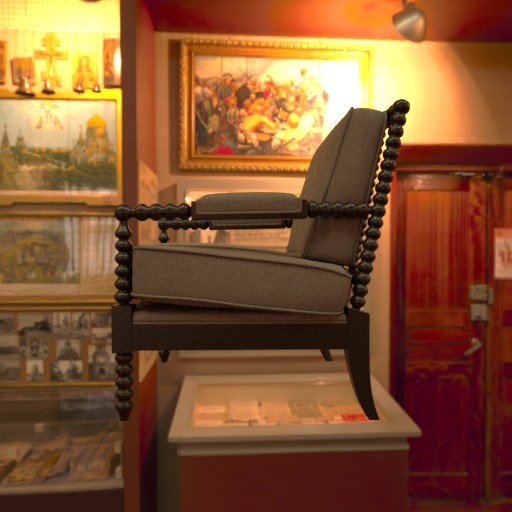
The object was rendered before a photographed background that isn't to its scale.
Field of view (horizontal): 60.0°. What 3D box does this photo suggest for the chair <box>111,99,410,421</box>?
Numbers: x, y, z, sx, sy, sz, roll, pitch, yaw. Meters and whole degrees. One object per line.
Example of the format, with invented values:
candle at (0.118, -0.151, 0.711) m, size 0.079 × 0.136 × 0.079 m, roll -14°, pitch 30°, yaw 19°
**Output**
chair at (0.000, 0.000, 1.140) m, size 0.622 × 0.661 × 0.540 m, roll 0°, pitch 1°, yaw -2°
